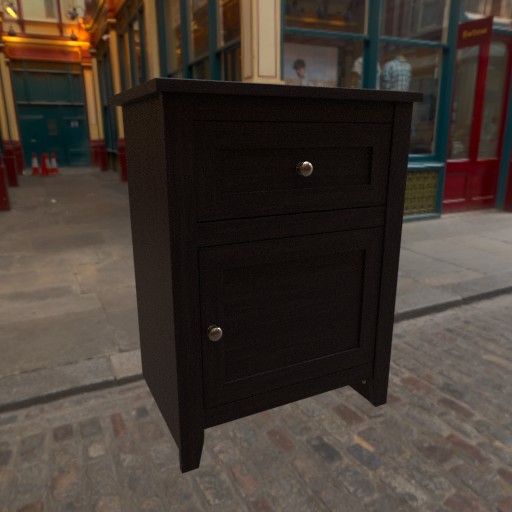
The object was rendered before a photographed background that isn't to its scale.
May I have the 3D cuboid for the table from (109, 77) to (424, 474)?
[{"bbox_3d":[0.000,0.000,0.926,0.480,0.635,0.381,-8,17,-26],"label":"table"}]
